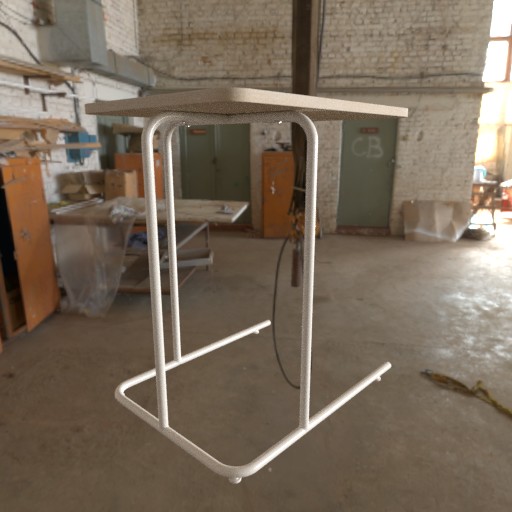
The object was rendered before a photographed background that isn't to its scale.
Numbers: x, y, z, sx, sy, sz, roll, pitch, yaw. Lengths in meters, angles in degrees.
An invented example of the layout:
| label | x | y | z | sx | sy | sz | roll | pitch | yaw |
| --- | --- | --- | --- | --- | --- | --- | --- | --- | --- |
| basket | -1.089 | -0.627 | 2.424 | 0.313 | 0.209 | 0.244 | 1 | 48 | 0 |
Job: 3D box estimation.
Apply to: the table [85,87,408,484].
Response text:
| label | x | y | z | sx | sy | sz | roll | pitch | yaw |
| --- | --- | --- | --- | --- | --- | --- | --- | --- | --- |
| table | 0.000 | 0.000 | 0.860 | 0.370 | 0.550 | 0.480 | 13 | 19 | 41 |
